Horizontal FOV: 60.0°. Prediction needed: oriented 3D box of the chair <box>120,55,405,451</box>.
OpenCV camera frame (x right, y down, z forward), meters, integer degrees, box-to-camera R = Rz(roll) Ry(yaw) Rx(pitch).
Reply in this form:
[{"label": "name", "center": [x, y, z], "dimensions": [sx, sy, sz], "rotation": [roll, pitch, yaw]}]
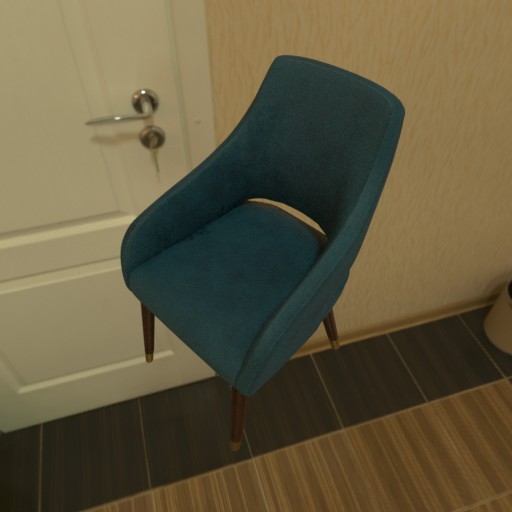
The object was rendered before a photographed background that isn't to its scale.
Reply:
[{"label": "chair", "center": [0.000, 0.000, 1.556], "dimensions": [0.683, 1.081, 0.794], "rotation": [35, 56, 29]}]
